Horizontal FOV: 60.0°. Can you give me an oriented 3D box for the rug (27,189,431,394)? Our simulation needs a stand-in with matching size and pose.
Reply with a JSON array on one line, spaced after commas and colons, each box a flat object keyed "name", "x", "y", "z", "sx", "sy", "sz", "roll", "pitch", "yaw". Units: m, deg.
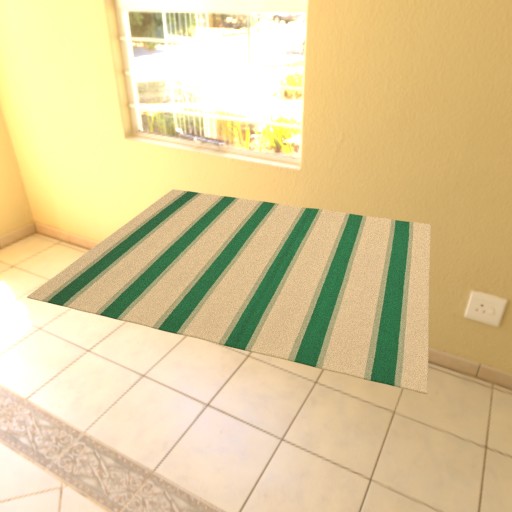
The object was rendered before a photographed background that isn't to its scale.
[{"name": "rug", "x": 0.000, "y": 0.000, "z": 4.094, "sx": 3.041, "sy": 0.019, "sz": 2.434, "roll": 10, "pitch": 32, "yaw": 16}]
